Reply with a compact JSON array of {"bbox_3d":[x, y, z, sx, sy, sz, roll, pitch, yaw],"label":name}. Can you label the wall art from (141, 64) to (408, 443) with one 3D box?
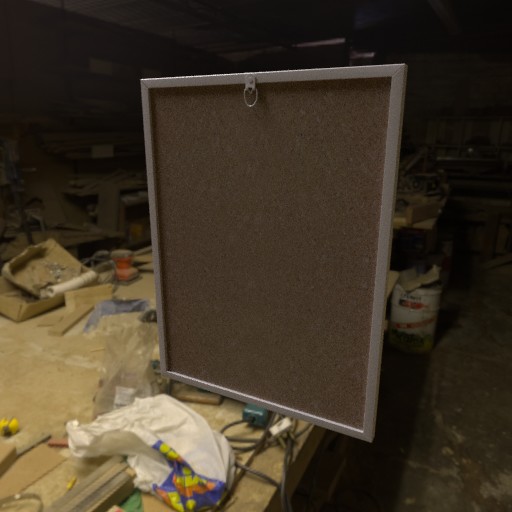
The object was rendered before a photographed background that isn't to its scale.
[{"bbox_3d":[0.000,0.000,1.379,0.805,1.056,0.042,8,18,27],"label":"wall art"}]
